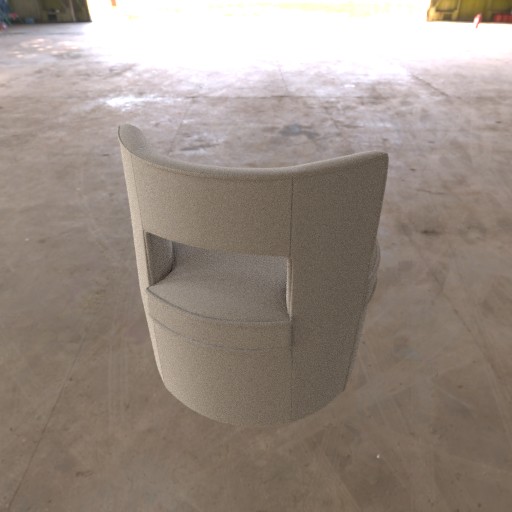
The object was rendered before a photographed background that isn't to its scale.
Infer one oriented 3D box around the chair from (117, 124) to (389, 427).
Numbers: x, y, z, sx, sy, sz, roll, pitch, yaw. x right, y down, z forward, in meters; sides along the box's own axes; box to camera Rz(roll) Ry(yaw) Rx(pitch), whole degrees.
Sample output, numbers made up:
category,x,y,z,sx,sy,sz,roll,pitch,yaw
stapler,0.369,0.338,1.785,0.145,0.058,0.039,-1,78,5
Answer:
category,x,y,z,sx,sy,sz,roll,pitch,yaw
chair,0.000,0.000,1.209,0.650,0.723,0.665,10,34,16
